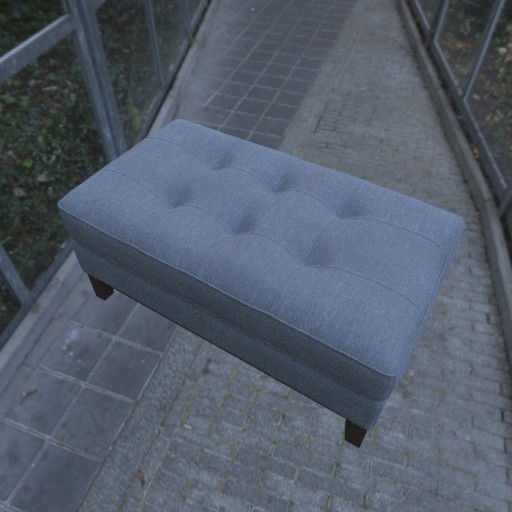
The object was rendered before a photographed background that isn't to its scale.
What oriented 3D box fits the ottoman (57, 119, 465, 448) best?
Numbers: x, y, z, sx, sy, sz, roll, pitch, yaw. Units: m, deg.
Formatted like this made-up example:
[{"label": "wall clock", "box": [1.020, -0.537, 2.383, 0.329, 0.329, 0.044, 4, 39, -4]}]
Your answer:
[{"label": "ottoman", "box": [0.000, 0.000, 1.503, 1.143, 0.514, 0.648, 24, 51, 22]}]
